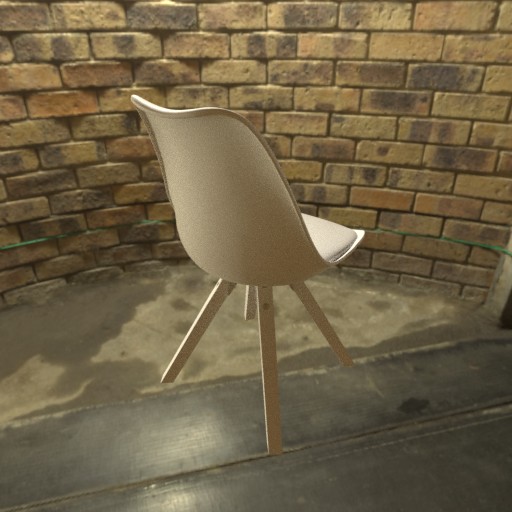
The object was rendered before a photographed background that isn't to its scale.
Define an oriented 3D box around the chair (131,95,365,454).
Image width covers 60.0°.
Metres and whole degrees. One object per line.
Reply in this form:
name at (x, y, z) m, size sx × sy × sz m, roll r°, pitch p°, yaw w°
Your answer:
chair at (0.000, 0.000, 1.173) m, size 0.485 × 0.850 × 0.550 m, roll 20°, pitch 35°, yaw 32°
